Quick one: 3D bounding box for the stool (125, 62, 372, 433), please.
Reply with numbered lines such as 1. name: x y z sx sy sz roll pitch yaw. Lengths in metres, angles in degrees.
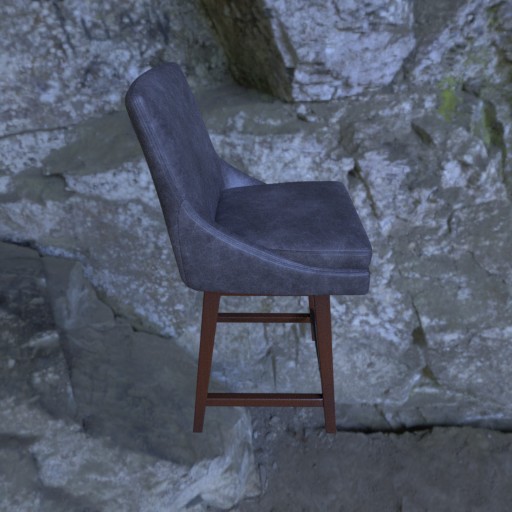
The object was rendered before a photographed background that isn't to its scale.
1. stool: 0.000 0.000 1.354 0.587 1.046 0.492 0 31 0
